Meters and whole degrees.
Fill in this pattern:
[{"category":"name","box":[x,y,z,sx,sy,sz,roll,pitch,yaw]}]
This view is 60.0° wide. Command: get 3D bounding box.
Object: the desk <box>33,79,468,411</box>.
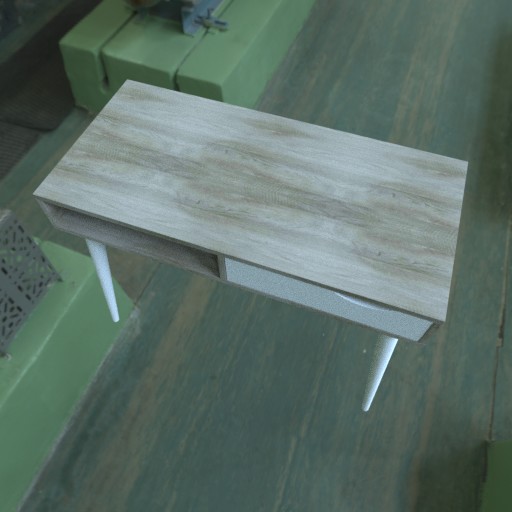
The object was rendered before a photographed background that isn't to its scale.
[{"category":"desk","box":[0.000,0.000,1.404,0.979,0.723,0.491,17,59,11]}]
